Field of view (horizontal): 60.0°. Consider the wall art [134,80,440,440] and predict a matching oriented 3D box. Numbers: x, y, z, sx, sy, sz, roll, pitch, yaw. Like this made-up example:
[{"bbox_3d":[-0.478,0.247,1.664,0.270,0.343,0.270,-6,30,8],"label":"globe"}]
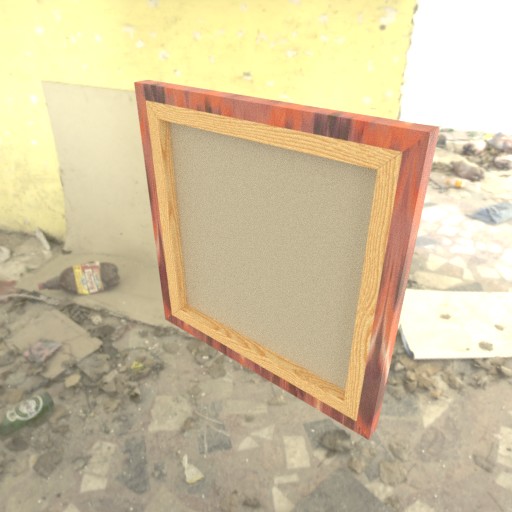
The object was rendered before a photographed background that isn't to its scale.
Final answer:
[{"bbox_3d":[0.000,0.000,0.898,0.603,0.609,0.037,22,37,33],"label":"wall art"}]
